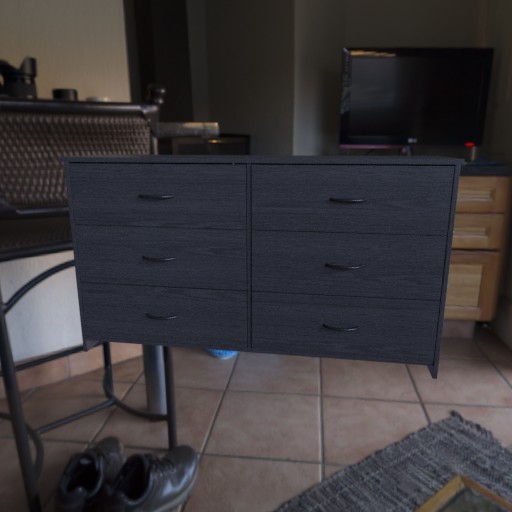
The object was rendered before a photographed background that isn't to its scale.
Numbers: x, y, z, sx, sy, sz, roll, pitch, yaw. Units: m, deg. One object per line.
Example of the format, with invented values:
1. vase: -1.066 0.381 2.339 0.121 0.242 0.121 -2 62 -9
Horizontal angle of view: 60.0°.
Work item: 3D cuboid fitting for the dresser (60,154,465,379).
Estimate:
1. dresser: 0.000 0.000 1.725 1.360 0.755 0.401 2 14 9
